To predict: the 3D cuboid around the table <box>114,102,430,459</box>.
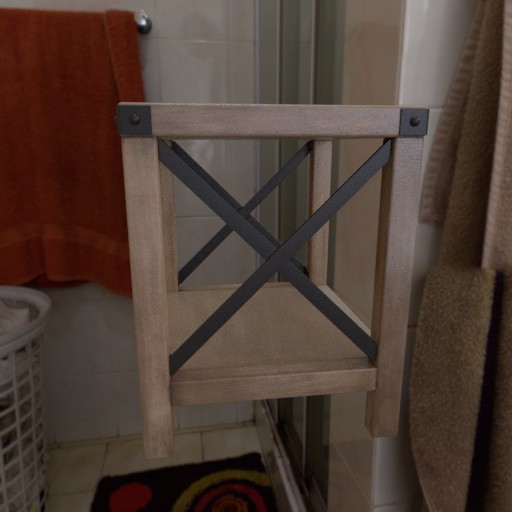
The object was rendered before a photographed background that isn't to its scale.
[{"bbox_3d":[0.000,0.000,0.923,0.459,0.561,0.510,-2,14,-8],"label":"table"}]
